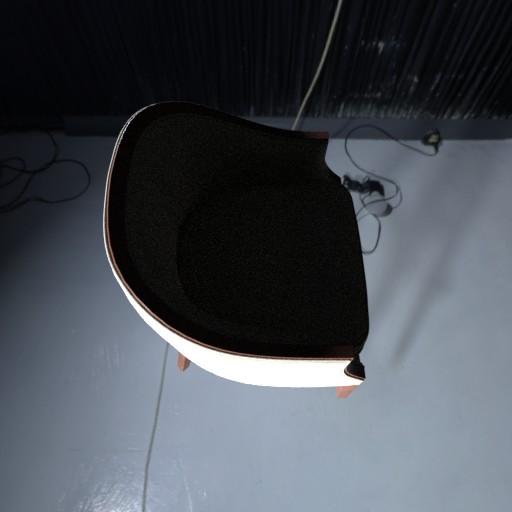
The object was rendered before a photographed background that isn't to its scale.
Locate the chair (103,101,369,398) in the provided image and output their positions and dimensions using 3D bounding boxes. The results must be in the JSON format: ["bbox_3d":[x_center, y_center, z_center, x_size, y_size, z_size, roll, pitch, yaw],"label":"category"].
[{"bbox_3d":[0.000,0.000,1.467,0.735,0.876,0.803,-1,63,0],"label":"chair"}]
